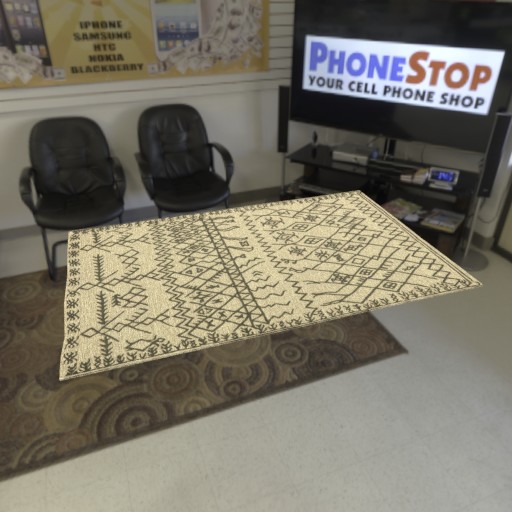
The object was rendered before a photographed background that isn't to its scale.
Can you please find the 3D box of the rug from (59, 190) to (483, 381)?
[{"bbox_3d":[0.000,0.000,3.021,2.444,0.012,1.530,-10,33,-15],"label":"rug"}]
